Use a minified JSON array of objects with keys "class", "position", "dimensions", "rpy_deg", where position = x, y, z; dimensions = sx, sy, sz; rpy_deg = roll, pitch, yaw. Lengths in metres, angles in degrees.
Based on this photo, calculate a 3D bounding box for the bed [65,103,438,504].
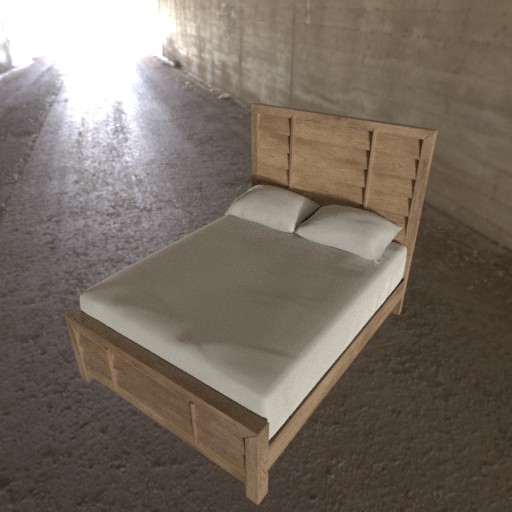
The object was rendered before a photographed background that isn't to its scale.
[{"class":"bed","position":[0.000,0.000,3.227],"dimensions":[1.626,1.626,2.197],"rpy_deg":[20,36,31]}]
